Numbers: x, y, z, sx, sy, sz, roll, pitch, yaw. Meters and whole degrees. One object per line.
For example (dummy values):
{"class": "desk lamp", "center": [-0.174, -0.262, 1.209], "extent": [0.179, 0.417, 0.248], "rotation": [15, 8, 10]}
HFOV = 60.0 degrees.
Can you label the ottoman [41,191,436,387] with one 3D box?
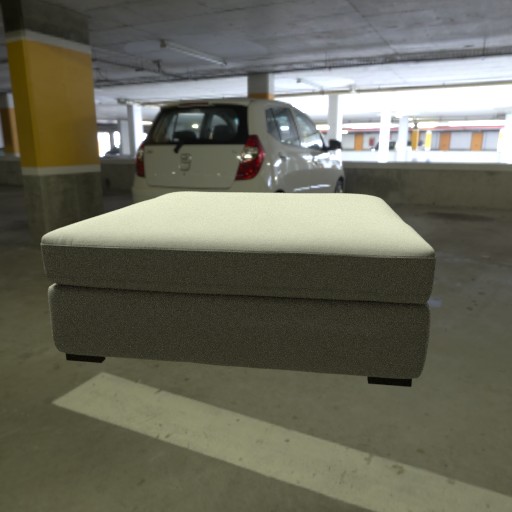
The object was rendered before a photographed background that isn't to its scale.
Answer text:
{"class": "ottoman", "center": [0.000, 0.000, 1.813], "extent": [1.167, 0.482, 1.163], "rotation": [2, 14, 9]}
